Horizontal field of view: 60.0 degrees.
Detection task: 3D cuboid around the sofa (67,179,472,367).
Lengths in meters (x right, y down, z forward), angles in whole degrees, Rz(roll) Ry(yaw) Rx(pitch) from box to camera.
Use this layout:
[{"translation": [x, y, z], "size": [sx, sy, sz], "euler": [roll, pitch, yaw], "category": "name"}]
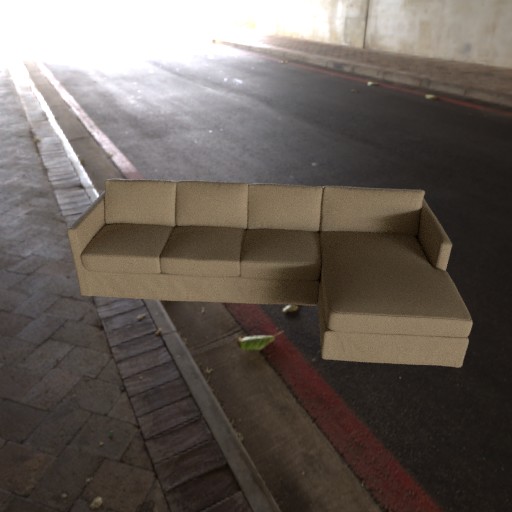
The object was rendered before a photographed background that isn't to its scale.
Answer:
[{"translation": [0.000, 0.000, 3.835], "size": [3.206, 0.871, 1.622], "euler": [2, 31, 4], "category": "sofa"}]
